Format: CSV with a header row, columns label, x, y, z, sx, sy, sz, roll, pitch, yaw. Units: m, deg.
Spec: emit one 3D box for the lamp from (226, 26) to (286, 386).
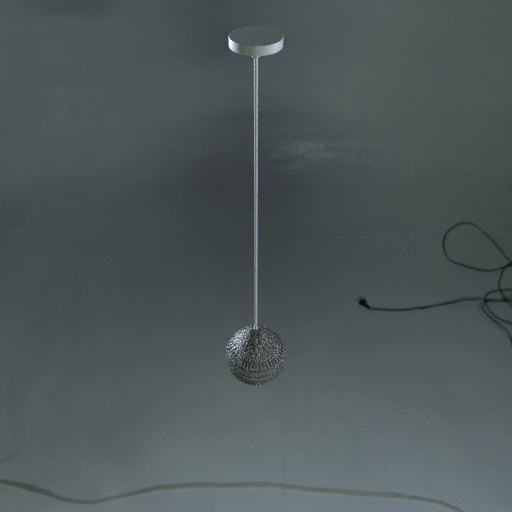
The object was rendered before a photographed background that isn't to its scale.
label,x,y,z,sx,sy,sz,roll,pitch,yaw
lamp,0.000,0.000,2.039,0.355,1.919,0.355,-3,46,-3
